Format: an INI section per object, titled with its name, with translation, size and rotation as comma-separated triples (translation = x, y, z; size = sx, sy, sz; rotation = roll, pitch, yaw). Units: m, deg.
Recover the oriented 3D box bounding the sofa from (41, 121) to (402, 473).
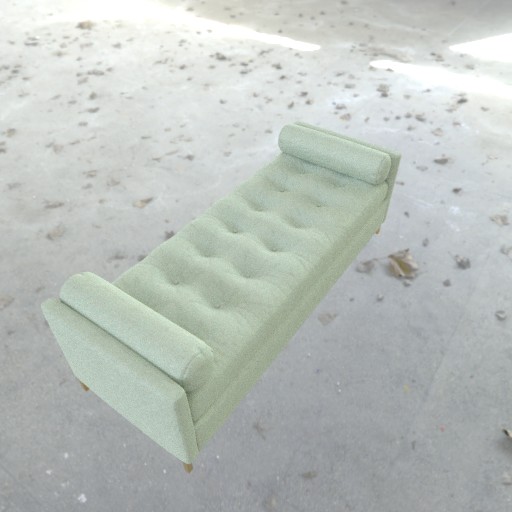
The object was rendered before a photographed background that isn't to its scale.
[sofa]
translation = 0.000, 0.000, 2.513
size = 0.796, 0.705, 2.102
rotation = 26, 49, 25
